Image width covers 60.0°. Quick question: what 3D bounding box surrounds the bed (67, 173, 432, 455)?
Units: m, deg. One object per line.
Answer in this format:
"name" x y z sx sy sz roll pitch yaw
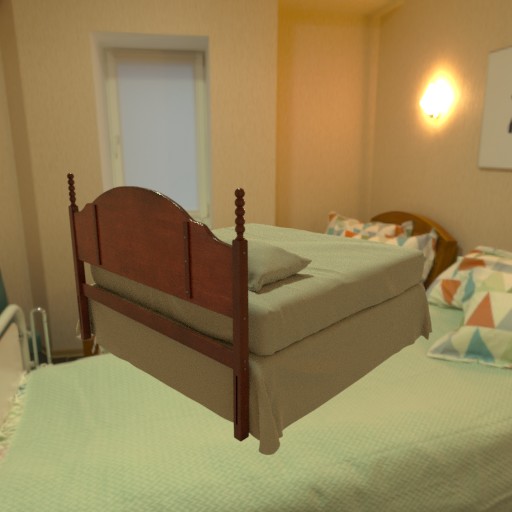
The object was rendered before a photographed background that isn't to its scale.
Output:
"bed" 0.000 0.000 3.639 2.322 1.355 2.219 13 19 43
